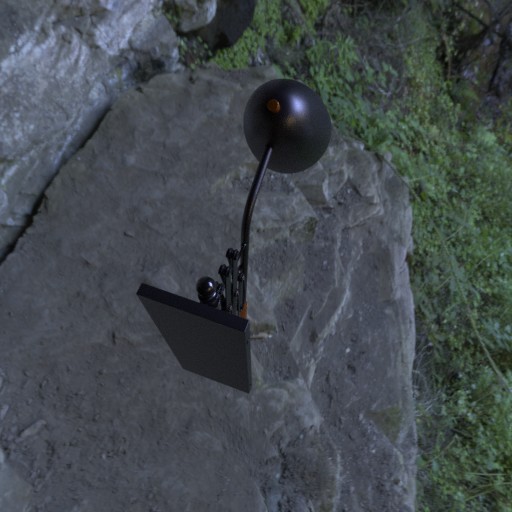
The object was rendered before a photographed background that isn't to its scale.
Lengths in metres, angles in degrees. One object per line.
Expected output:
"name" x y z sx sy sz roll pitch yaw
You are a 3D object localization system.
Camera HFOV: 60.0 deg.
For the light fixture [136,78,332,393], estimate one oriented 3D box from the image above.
"light fixture" 0.000 0.000 0.937 0.162 0.715 0.499 18 64 9
